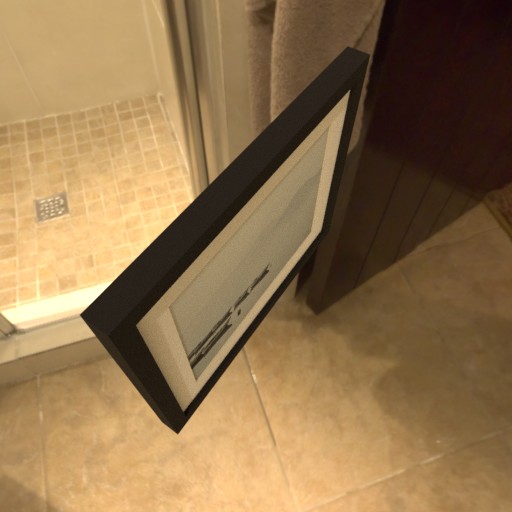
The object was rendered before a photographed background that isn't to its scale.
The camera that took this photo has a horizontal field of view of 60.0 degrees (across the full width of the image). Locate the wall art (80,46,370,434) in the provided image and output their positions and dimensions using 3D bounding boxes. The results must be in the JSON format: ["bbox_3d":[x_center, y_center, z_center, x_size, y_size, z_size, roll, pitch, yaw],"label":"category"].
[{"bbox_3d":[0.000,0.000,0.533,0.028,0.325,0.397,30,62,18],"label":"wall art"}]
